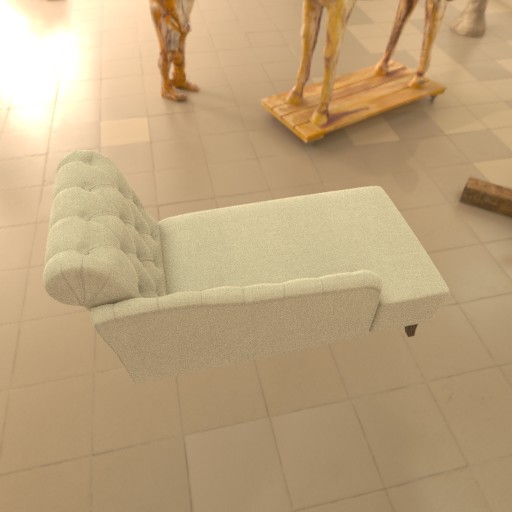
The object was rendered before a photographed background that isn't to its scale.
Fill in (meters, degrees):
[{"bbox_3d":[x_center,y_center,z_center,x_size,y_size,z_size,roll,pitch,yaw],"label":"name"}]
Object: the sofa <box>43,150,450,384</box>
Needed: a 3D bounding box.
[{"bbox_3d":[0.000,0.000,1.778,1.379,0.787,0.675,-10,48,-9],"label":"sofa"}]
